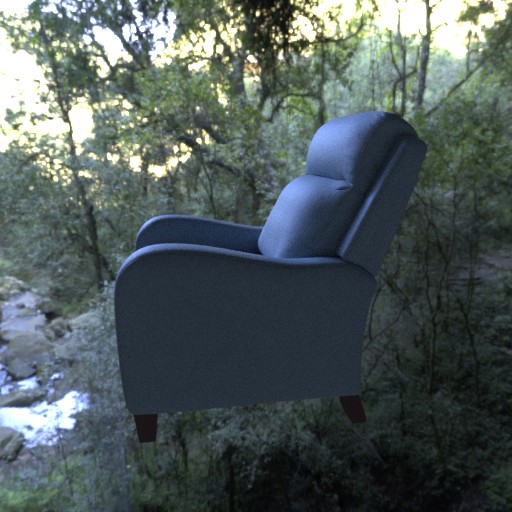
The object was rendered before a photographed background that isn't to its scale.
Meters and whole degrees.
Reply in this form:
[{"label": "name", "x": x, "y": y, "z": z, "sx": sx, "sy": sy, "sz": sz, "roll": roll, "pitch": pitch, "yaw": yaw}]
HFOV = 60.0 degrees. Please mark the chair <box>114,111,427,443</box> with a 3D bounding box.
[{"label": "chair", "x": 0.000, "y": 0.000, "z": 1.737, "sx": 0.988, "sy": 1.067, "sz": 0.785, "roll": -2, "pitch": 14, "yaw": -9}]
